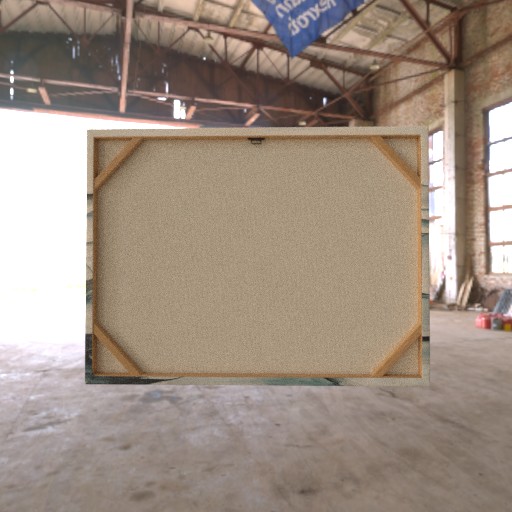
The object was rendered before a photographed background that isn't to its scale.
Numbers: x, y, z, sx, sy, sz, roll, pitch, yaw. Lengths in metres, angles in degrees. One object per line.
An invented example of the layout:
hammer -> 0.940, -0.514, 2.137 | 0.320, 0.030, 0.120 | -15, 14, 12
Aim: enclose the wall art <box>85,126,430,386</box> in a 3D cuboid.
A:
wall art -> 0.000, 0.000, 1.588 | 1.219, 0.915, 0.039 | 0, -1, 1
